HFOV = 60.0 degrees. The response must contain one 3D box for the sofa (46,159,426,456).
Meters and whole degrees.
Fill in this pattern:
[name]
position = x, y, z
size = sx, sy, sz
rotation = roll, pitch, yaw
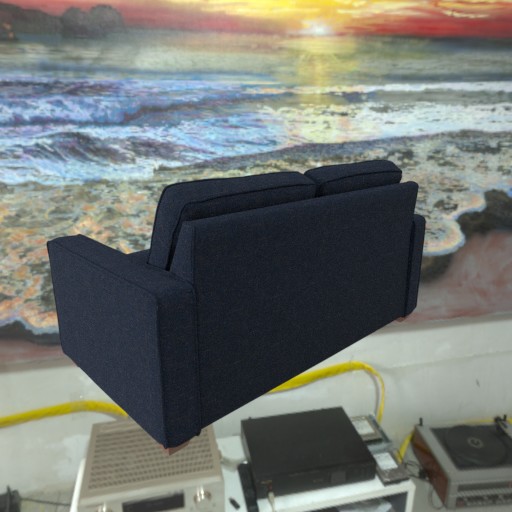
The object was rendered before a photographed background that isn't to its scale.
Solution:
[sofa]
position = 0.000, 0.000, 2.222
size = 1.709, 0.918, 0.947
rotation = -15, 23, -41
